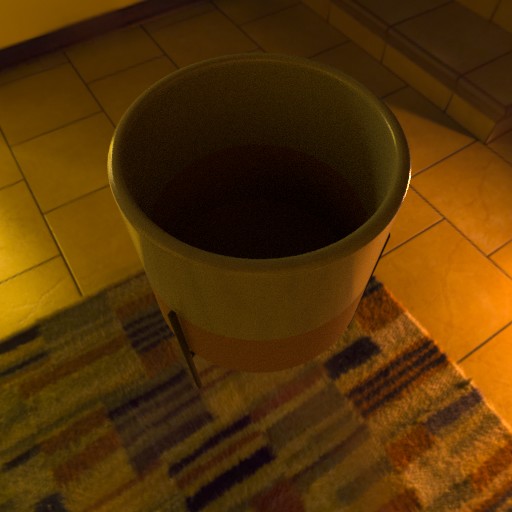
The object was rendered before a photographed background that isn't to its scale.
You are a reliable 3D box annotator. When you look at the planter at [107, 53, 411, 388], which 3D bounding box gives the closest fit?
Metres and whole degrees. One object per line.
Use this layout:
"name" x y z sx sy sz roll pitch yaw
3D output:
"planter" 0.000 0.000 0.706 0.348 0.480 0.360 33 64 18
